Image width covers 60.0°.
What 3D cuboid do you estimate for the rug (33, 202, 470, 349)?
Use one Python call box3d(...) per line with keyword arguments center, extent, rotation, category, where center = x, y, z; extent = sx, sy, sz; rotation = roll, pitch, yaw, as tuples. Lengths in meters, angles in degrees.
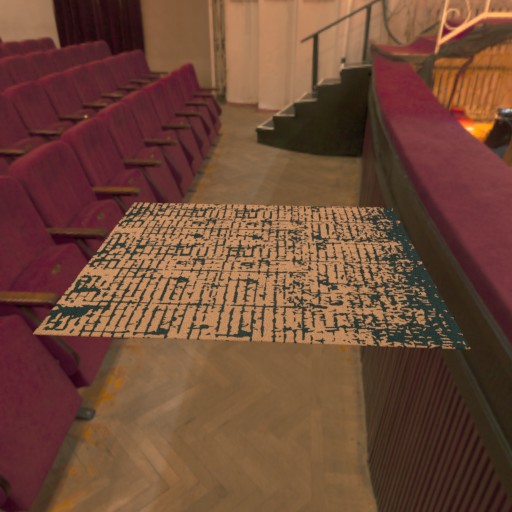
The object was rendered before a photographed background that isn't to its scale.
box3d(center=(0.000, 0.000, 4.100), extent=(3.017, 0.014, 2.416), rotation=(1, 29, 3), category="rug")
